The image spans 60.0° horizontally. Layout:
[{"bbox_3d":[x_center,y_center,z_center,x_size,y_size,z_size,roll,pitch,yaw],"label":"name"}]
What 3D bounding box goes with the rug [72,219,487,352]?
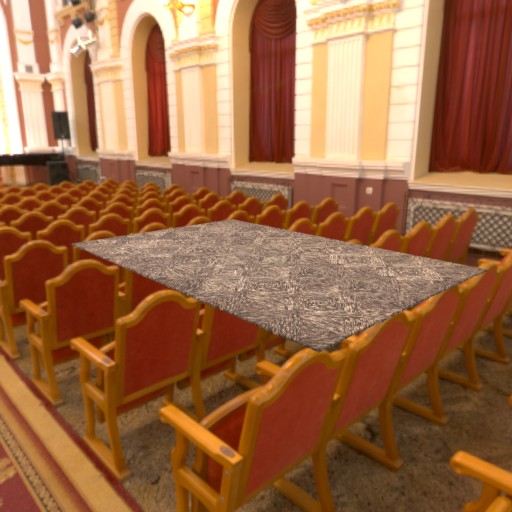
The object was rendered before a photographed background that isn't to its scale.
[{"bbox_3d":[0.000,0.000,2.260,1.189,0.011,1.808,-13,20,-41],"label":"rug"}]
